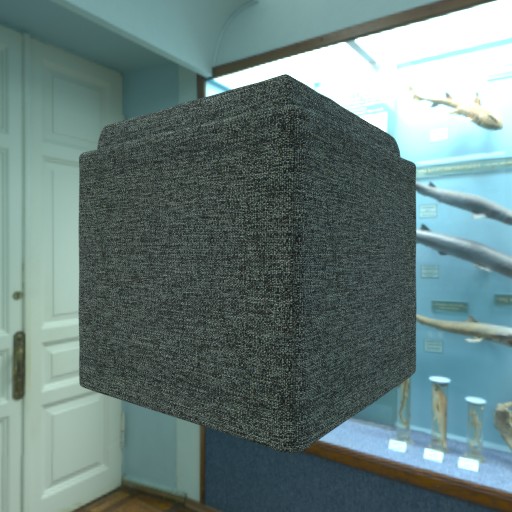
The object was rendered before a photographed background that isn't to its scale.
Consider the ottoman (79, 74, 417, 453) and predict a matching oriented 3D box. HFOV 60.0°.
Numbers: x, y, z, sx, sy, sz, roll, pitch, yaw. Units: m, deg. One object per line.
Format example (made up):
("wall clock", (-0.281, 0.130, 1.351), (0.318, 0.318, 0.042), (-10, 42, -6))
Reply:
("ottoman", (0.000, 0.000, 0.801), (0.450, 0.463, 0.450), (0, 0, 37))
